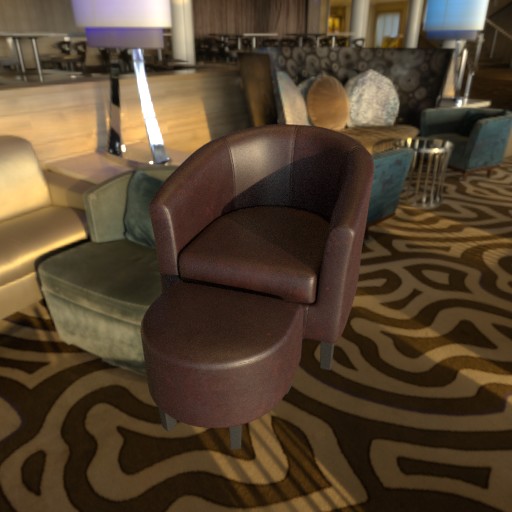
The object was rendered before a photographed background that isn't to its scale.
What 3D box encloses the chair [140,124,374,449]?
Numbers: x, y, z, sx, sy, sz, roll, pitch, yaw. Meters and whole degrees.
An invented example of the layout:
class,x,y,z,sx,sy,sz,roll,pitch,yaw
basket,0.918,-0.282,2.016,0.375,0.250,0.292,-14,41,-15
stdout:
class,x,y,z,sx,sy,sz,roll,pitch,yaw
chair,0.000,0.000,1.628,0.737,0.755,1.176,9,28,17
